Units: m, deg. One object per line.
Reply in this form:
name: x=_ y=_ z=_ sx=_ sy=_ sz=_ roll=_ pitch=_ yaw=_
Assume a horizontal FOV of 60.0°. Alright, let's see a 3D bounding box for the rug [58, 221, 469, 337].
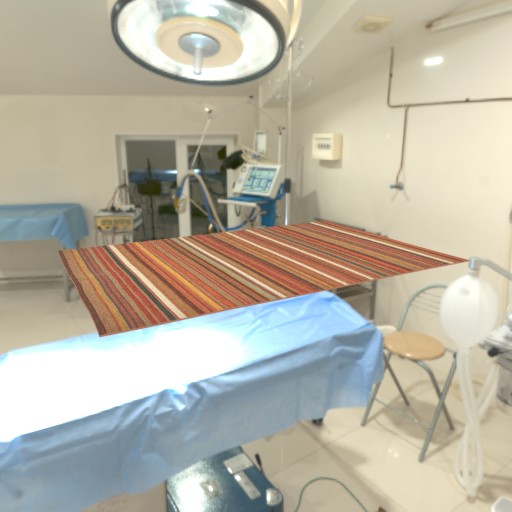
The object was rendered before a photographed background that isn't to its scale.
rug: x=0.000 y=0.000 z=2.351 sx=1.828 sy=0.007 sz=1.217 roll=-8 pitch=17 yaw=-28
